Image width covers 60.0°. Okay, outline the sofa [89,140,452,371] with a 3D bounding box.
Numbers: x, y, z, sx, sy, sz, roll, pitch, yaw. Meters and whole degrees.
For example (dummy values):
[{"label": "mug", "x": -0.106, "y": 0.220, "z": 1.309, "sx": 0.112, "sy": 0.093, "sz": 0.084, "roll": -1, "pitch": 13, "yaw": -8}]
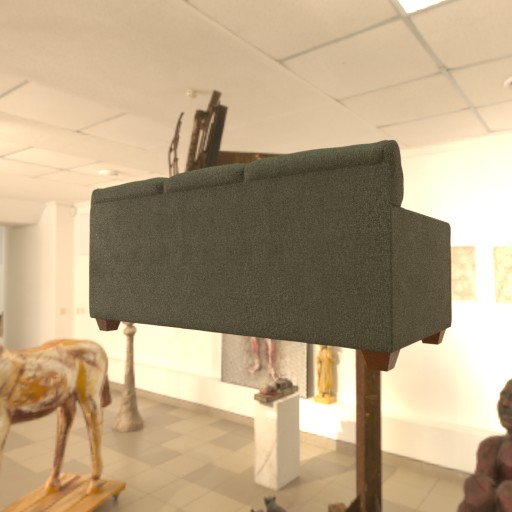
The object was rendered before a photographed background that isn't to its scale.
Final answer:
[{"label": "sofa", "x": 0.000, "y": 0.000, "z": 2.673, "sx": 2.024, "sy": 0.958, "sz": 0.997, "roll": -1, "pitch": -2, "yaw": 37}]
